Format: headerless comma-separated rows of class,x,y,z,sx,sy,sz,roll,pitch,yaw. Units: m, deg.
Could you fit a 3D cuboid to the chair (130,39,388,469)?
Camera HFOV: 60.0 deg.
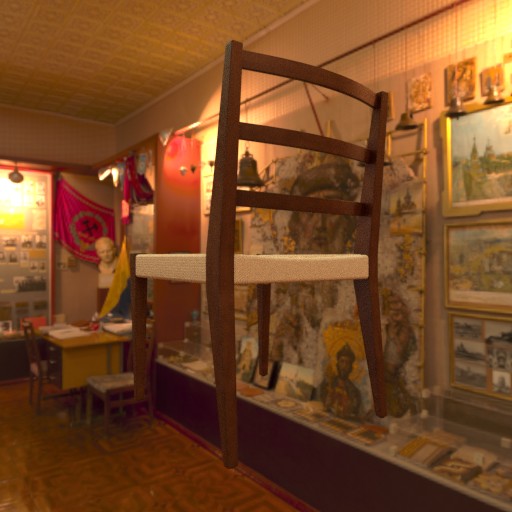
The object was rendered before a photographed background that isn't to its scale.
chair,0.000,0.000,1.165,0.480,0.813,0.551,0,0,-36
